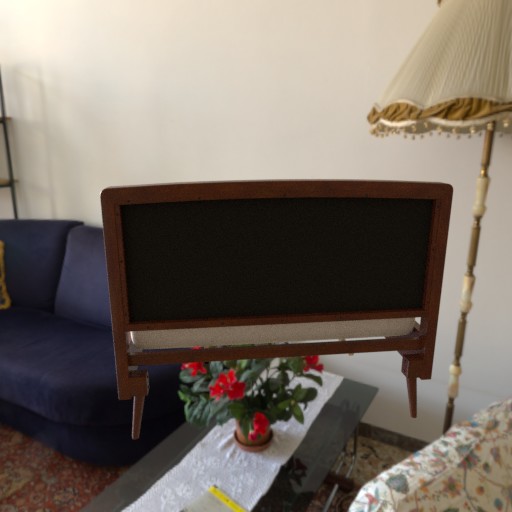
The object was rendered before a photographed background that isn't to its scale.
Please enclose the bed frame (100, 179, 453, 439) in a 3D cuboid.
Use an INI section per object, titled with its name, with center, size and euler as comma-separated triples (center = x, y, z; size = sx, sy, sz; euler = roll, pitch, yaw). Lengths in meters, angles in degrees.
[bed frame]
center = 0.000, 0.000, 3.154
size = 1.587, 1.279, 2.171
euler = -2, 16, -7
